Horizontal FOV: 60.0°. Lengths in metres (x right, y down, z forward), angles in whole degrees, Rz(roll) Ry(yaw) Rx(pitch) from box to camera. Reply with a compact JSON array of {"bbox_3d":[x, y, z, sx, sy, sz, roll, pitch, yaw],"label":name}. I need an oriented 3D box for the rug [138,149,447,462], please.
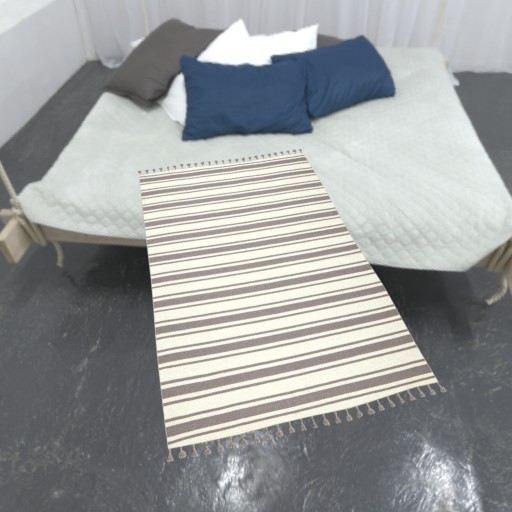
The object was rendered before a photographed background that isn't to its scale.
[{"bbox_3d":[0.000,0.000,2.556,1.229,0.011,2.096,-10,46,-10],"label":"rug"}]
